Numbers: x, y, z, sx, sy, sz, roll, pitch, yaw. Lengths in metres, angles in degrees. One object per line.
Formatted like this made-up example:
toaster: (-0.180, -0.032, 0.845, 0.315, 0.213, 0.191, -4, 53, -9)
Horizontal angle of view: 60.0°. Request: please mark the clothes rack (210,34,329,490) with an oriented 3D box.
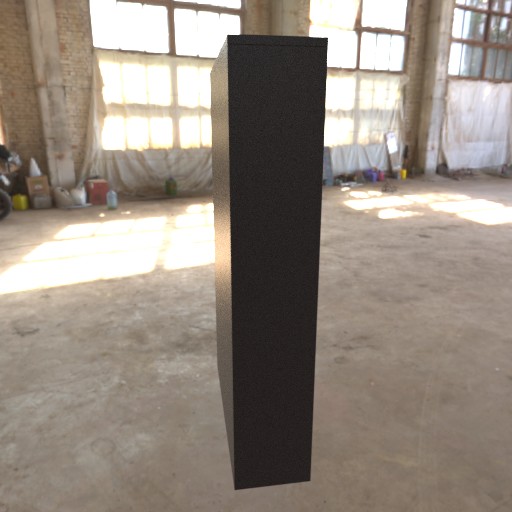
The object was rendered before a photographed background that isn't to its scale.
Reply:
clothes rack: (0.000, 0.000, 1.565, 0.250, 1.280, 0.750, -2, 16, -8)
